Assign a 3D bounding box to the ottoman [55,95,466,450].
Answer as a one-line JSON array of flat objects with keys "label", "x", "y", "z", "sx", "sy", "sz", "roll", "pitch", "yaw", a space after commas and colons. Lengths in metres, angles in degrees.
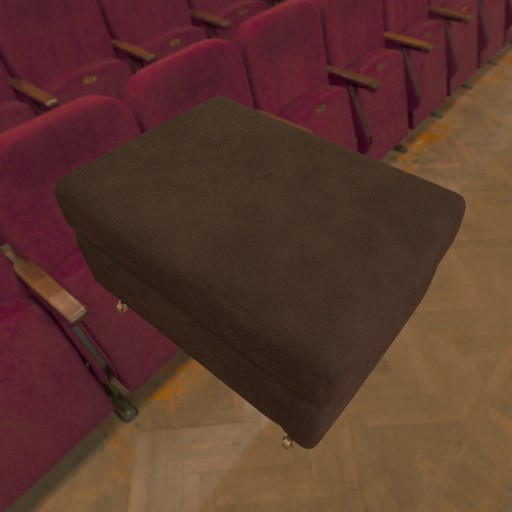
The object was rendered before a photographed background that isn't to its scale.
[{"label": "ottoman", "x": 0.000, "y": 0.000, "z": 1.118, "sx": 0.773, "sy": 0.497, "sz": 0.574, "roll": 31, "pitch": 54, "yaw": 26}]
